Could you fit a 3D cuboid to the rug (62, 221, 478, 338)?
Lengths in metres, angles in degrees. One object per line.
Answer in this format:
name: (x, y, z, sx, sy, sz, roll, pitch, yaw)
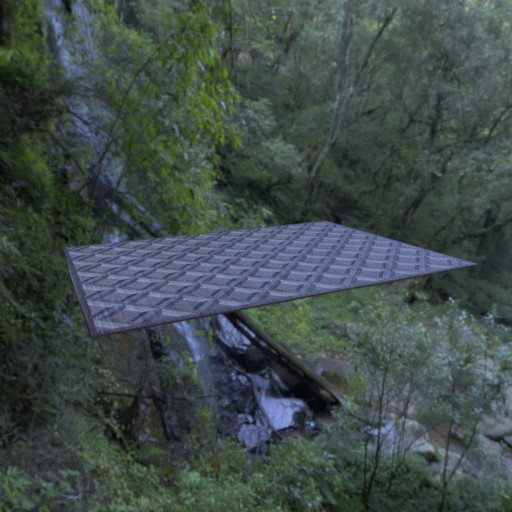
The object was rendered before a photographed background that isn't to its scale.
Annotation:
rug: (0.000, 0.000, 2.911, 2.260, 0.013, 1.600, -7, 17, -26)
